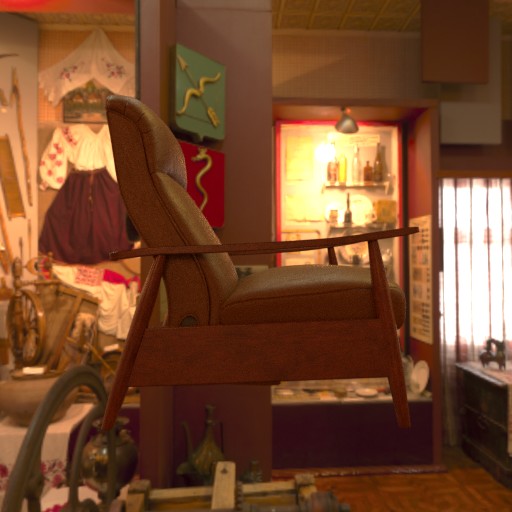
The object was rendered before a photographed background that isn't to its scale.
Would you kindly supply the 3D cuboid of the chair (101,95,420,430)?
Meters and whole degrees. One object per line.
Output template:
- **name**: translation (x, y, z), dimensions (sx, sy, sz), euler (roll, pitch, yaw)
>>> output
- **chair**: translation (0.000, 0.000, 1.748), dimensions (1.014, 1.082, 0.762), euler (0, -1, -1)
